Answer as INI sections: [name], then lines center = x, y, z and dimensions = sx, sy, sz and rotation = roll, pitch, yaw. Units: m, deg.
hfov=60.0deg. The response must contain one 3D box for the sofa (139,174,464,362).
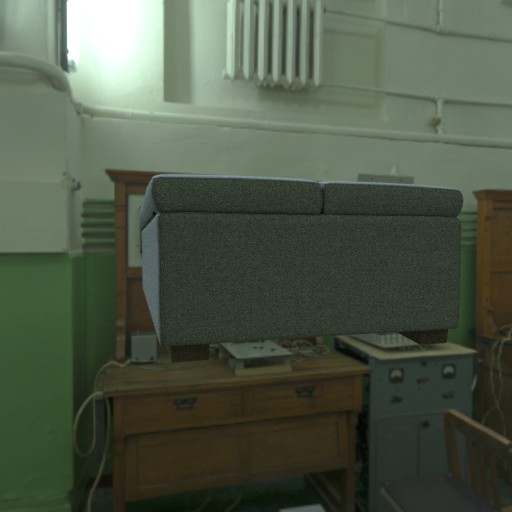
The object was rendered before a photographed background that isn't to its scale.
[sofa]
center = 0.000, 0.000, 1.630
dimensions = 0.817, 0.434, 1.250
rotation = 0, 1, -16
